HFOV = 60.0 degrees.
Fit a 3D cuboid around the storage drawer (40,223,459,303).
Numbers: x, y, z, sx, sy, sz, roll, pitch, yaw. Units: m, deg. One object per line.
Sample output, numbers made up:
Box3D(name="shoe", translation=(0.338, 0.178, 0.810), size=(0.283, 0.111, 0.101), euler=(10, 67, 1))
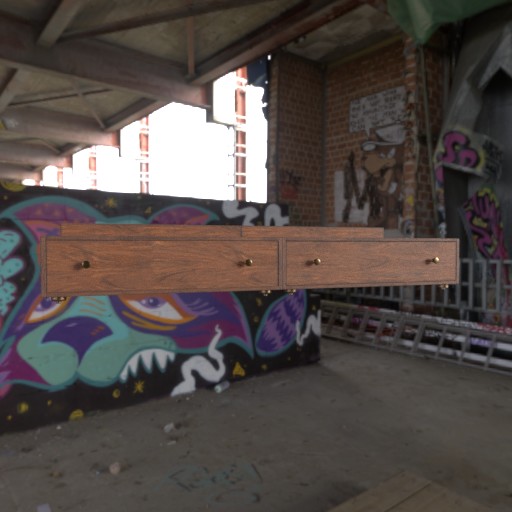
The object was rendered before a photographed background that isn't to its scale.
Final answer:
Box3D(name="storage drawer", translation=(0.000, 0.000, 2.283), size=(1.914, 0.339, 0.774), euler=(0, 1, -18))
